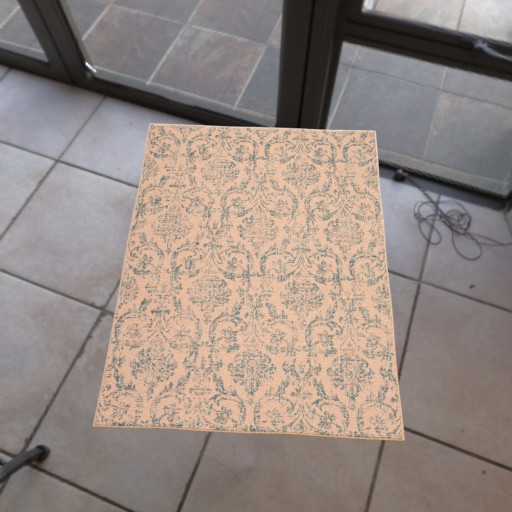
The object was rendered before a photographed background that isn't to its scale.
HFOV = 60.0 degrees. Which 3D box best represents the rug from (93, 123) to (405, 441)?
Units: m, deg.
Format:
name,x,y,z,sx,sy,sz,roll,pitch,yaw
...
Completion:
name,x,y,z,sx,sy,sz,roll,pitch,yaw
rug,0.000,0.000,3.987,2.363,0.012,2.980,2,65,1
